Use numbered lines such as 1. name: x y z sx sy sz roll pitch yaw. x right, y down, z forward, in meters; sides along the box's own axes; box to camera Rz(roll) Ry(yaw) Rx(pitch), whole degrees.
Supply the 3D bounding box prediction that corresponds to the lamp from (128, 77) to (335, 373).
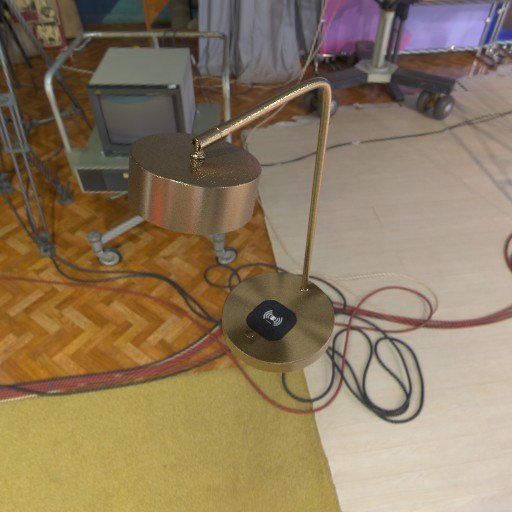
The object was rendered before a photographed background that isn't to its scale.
1. lamp: 0.000 0.000 0.526 0.171 0.380 0.270 33 55 28
